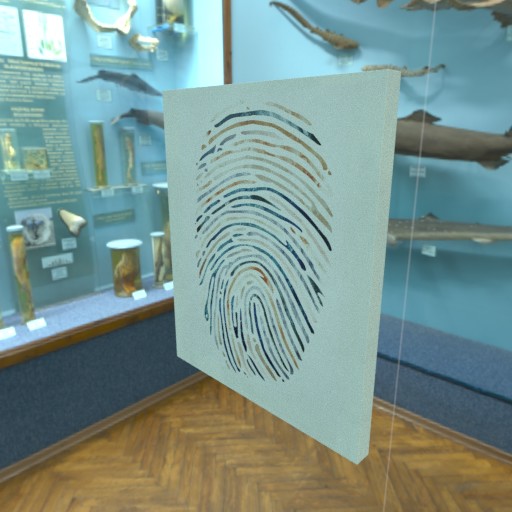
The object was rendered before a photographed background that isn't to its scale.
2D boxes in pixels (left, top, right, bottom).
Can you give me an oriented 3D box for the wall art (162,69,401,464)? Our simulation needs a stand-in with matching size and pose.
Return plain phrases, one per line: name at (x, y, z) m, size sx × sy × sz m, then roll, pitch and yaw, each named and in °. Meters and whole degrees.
wall art at (0.000, 0.000, 0.830) m, size 0.508 × 0.606 × 0.037 m, roll 16°, pitch 23°, yaw 43°
